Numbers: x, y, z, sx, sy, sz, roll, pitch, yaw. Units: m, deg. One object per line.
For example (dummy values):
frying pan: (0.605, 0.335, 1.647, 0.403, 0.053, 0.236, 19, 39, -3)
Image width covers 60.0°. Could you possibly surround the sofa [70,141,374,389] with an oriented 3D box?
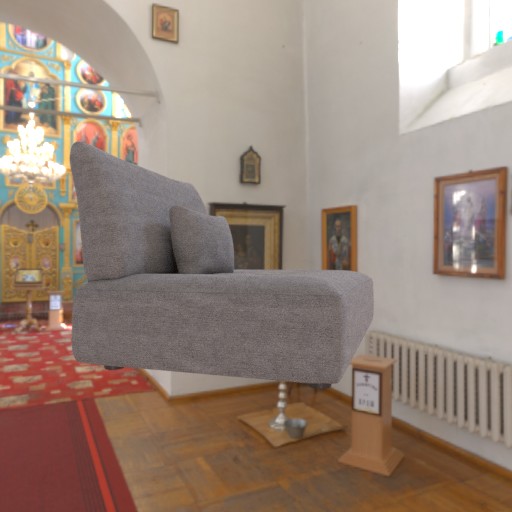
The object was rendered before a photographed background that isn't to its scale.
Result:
sofa: (0.000, 0.000, 2.094, 1.002, 0.820, 1.450, 0, -1, 18)
